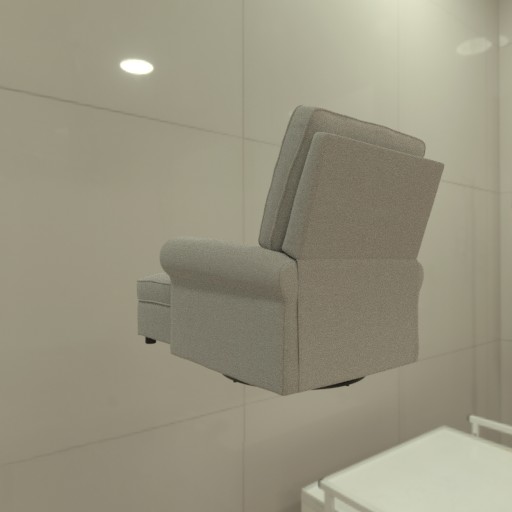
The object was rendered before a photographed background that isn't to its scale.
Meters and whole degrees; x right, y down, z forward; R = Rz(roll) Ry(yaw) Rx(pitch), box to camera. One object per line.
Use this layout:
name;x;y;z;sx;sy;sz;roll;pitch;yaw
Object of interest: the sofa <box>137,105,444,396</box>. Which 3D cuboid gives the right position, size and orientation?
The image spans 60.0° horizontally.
sofa;0.000;0.000;2.056;0.880;0.959;1.478;0;-1;-39
